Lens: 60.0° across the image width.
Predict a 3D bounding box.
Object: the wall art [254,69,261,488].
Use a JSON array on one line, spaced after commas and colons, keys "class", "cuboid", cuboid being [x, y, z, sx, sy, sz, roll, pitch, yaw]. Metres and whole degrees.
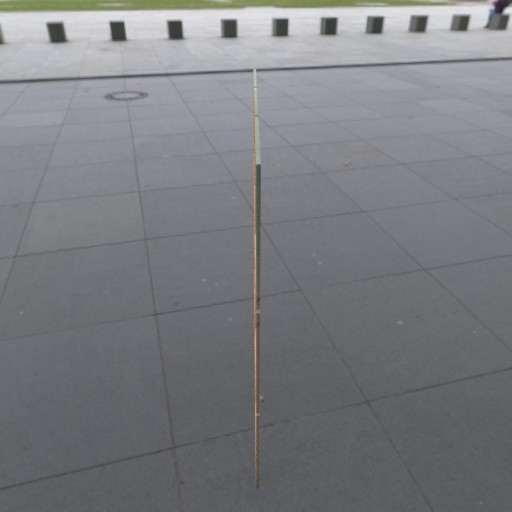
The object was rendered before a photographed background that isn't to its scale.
[{"class": "wall art", "cuboid": [0.000, 0.000, 2.237, 0.013, 1.523, 1.517, 0, 32, 0]}]
